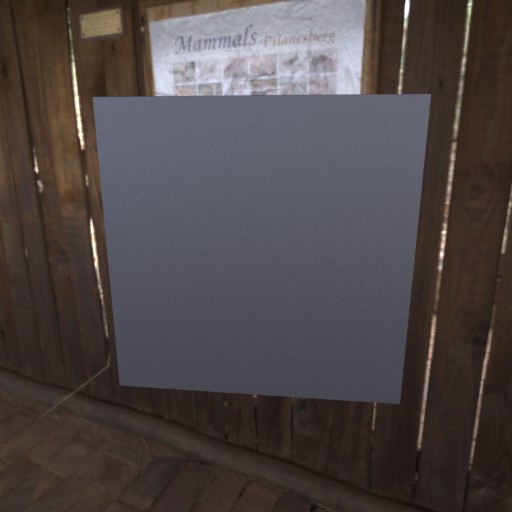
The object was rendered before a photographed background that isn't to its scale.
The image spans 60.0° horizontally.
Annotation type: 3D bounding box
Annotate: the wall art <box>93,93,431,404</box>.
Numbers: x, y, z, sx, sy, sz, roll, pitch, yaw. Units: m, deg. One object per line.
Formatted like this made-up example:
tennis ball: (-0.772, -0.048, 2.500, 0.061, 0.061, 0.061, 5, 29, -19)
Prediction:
wall art: (0.000, 0.000, 0.746, 0.507, 0.507, 0.038, 2, 16, 6)
